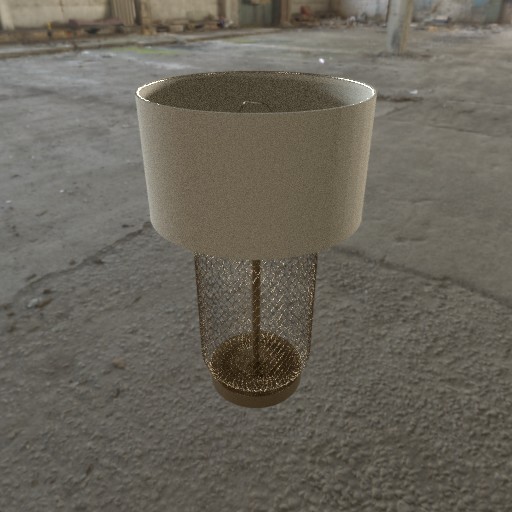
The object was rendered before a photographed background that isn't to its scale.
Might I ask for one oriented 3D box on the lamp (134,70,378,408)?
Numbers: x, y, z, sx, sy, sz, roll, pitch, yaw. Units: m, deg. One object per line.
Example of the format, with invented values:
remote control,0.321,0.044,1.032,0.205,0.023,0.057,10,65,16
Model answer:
lamp,0.000,0.000,0.802,0.353,0.578,0.353,0,30,0
